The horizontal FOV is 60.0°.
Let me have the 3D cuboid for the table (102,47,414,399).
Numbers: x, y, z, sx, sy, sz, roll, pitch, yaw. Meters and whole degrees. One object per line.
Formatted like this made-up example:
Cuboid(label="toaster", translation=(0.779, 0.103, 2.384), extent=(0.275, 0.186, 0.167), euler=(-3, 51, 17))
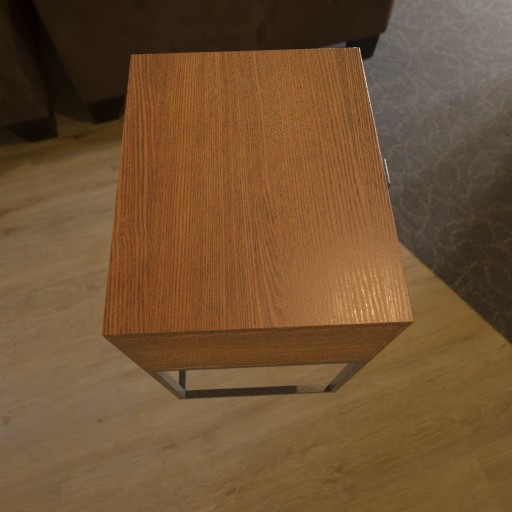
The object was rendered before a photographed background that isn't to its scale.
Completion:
Cuboid(label="table", translation=(0.000, 0.000, 0.924), extent=(0.400, 0.610, 0.482), euler=(-2, 65, -1))
